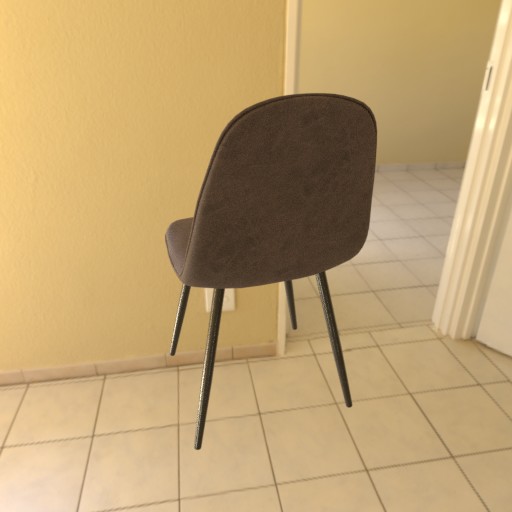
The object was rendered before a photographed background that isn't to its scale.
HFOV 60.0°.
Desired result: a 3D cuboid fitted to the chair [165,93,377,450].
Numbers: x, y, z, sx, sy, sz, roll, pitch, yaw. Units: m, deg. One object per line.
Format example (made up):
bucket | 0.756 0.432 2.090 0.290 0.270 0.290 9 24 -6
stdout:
chair | 0.000 0.000 1.192 0.472 0.889 0.561 -9 28 -17
